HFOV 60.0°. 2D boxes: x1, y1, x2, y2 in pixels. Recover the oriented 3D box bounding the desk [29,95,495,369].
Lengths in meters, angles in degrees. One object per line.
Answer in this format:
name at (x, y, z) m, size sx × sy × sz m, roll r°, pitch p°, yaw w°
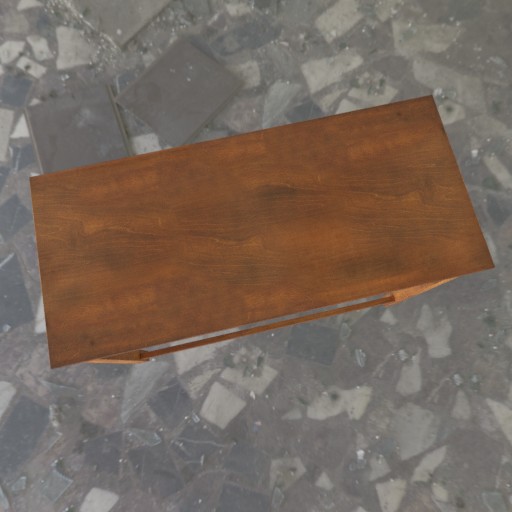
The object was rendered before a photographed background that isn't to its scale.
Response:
desk at (0.000, 0.000, 1.512) m, size 1.117 × 0.762 × 0.508 m, roll -12°, pitch 76°, yaw -3°
